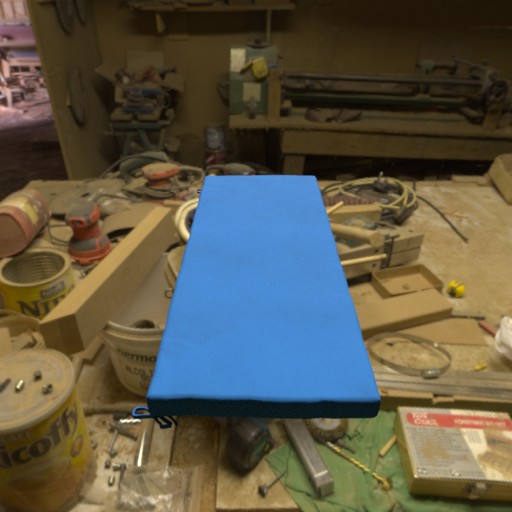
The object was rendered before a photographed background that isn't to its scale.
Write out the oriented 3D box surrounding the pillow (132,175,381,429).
[{"bbox_3d":[0.000,0.000,1.342,0.492,0.081,1.187,0,32,0],"label":"pillow"}]
